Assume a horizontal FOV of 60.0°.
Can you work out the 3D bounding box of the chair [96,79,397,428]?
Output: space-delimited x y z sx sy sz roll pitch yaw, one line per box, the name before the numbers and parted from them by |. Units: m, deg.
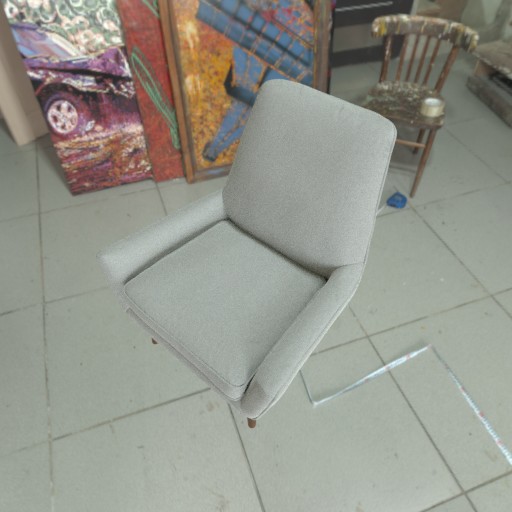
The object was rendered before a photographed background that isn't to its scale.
chair | 0.000 0.000 1.548 0.787 0.888 0.822 32 55 26
